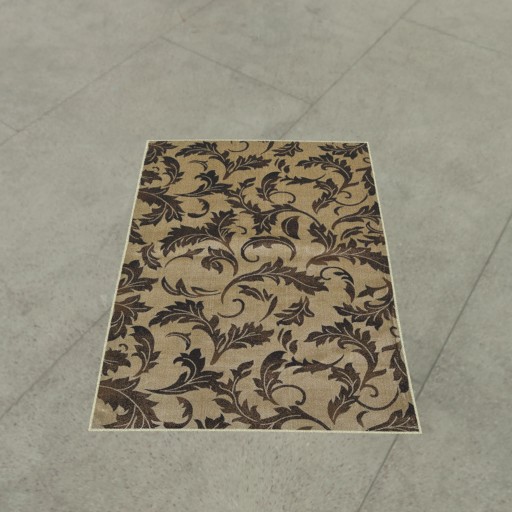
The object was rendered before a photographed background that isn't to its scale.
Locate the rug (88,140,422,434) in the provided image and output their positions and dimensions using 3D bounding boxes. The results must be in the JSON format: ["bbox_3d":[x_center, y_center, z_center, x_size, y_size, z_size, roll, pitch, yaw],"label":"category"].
[{"bbox_3d":[0.000,0.000,3.944,2.380,0.008,2.977,0,57,0],"label":"rug"}]
